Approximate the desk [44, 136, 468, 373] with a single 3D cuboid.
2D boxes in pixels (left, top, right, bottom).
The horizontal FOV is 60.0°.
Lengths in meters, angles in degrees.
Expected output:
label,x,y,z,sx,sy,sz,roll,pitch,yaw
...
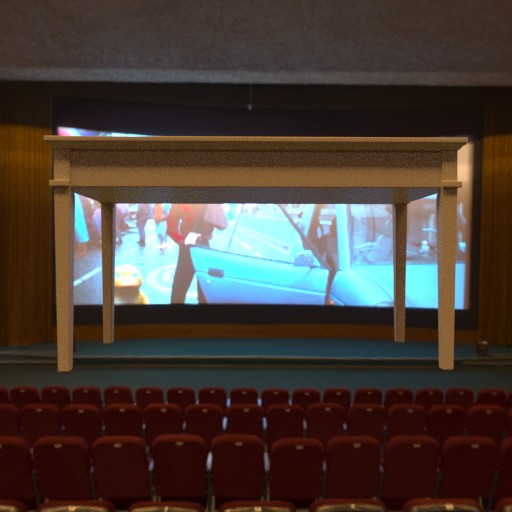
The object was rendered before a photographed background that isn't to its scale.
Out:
label,x,y,z,sx,sy,sz,roll,pitch,yaw
desk,0.000,0.000,1.713,1.372,0.774,0.559,0,0,-1
